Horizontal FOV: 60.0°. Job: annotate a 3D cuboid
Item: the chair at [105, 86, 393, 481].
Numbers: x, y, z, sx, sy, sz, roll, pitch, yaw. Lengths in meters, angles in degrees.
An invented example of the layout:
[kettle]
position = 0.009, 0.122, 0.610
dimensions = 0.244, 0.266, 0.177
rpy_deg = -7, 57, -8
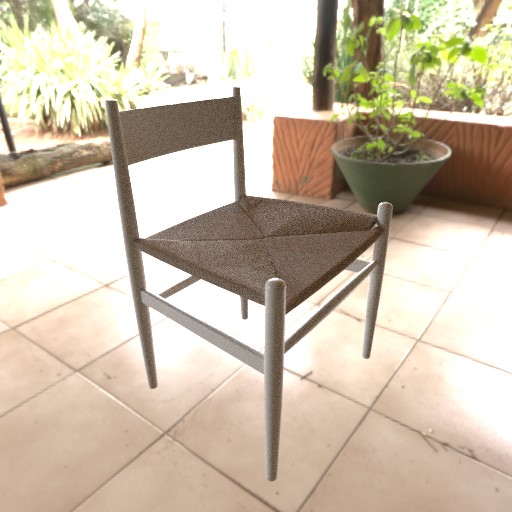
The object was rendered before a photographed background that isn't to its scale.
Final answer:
[chair]
position = 0.000, 0.000, 1.128
dimensions = 0.495, 0.762, 0.556
rpy_deg = 17, 30, 32
